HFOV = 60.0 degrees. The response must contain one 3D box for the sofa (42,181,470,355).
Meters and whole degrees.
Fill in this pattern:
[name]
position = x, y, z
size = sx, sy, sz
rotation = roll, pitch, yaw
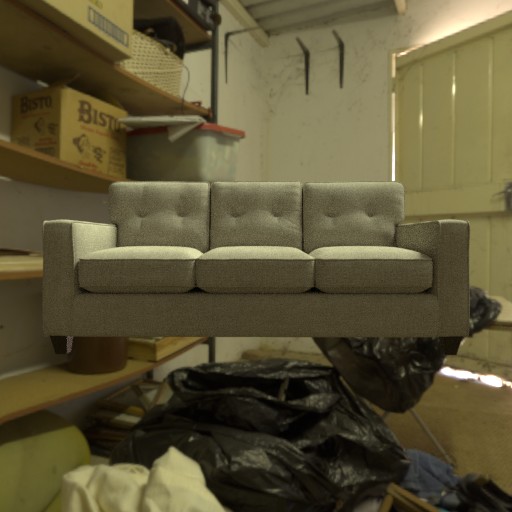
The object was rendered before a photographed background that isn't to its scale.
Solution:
[sofa]
position = 0.000, 0.000, 2.616
size = 2.133, 0.965, 0.939
rotation = 0, 2, 1
